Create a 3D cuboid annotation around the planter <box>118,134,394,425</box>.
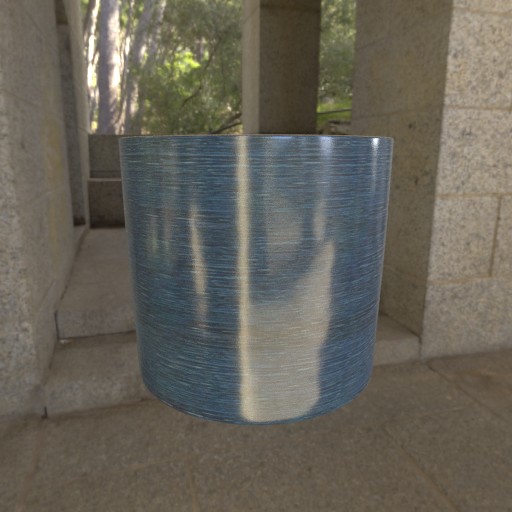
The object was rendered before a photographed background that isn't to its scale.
[{"bbox_3d":[0.000,0.000,0.395,0.221,0.201,0.221,0,13,0],"label":"planter"}]
